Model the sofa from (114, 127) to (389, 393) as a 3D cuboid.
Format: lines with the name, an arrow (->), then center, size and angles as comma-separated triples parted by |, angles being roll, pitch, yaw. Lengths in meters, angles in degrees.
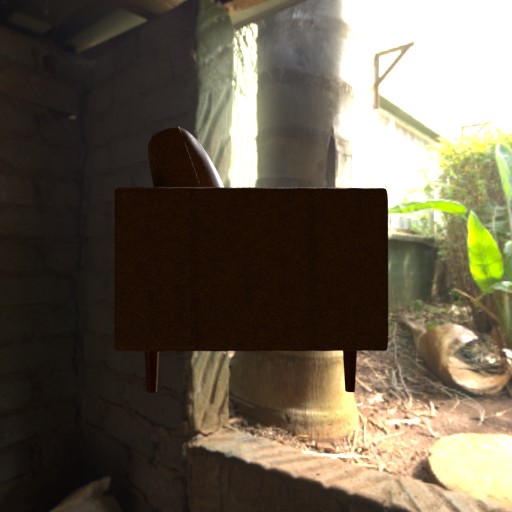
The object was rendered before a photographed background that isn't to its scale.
sofa -> 0.000, 0.000, 2.188 | 0.909, 0.951, 1.578 | 0, 0, 0
